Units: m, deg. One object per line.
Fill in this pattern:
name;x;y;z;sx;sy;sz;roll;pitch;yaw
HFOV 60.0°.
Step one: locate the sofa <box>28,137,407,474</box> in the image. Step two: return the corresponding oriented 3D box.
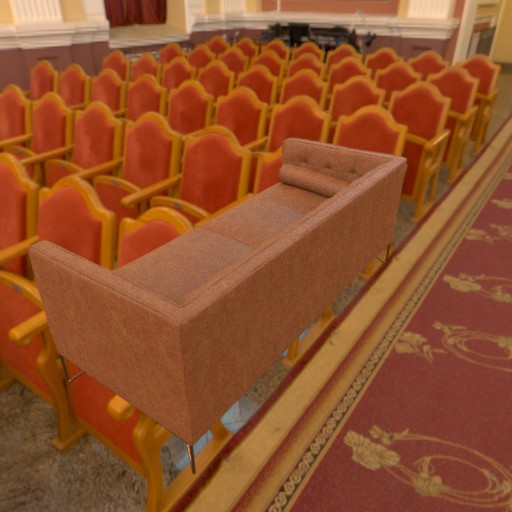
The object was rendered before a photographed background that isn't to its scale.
sofa;0.000;0.000;2.525;0.912;0.798;2.079;20;36;30
